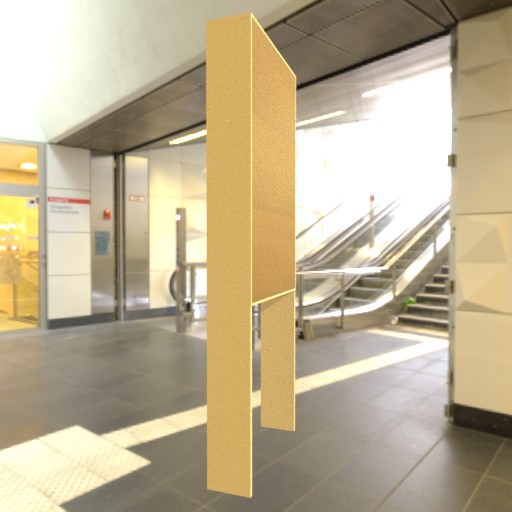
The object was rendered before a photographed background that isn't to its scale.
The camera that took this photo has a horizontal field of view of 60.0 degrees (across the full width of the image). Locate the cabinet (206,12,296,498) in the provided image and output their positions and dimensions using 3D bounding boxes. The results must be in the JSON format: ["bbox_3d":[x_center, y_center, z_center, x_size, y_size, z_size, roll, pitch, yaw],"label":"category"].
[{"bbox_3d":[0.000,0.000,1.949,0.192,1.770,0.643,0,1,20],"label":"cabinet"}]
